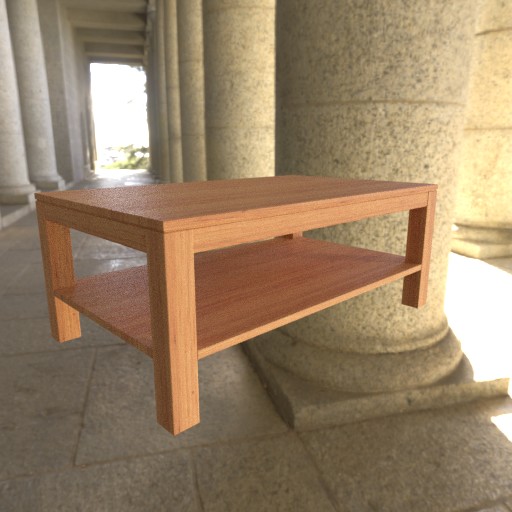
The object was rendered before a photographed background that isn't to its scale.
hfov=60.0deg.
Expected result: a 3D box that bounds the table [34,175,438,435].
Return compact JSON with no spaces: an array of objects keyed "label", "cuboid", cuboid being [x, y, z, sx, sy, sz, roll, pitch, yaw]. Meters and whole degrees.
[{"label":"table","cuboid":[0.000,0.000,1.503,1.146,0.457,0.695,-13,19,-42]}]
